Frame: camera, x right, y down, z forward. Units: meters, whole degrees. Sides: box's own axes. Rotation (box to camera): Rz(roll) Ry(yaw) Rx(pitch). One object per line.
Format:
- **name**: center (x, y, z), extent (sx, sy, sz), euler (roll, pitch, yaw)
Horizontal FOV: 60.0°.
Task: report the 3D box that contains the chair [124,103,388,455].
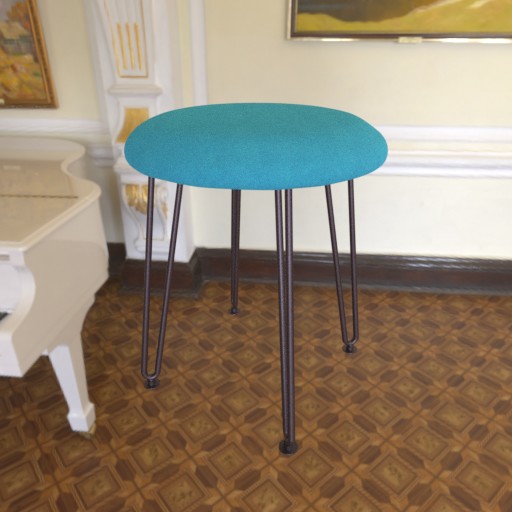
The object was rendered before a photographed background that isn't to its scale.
- **chair**: center (0.000, 0.000, 0.684), extent (0.350, 0.430, 0.350), euler (8, 27, 16)
